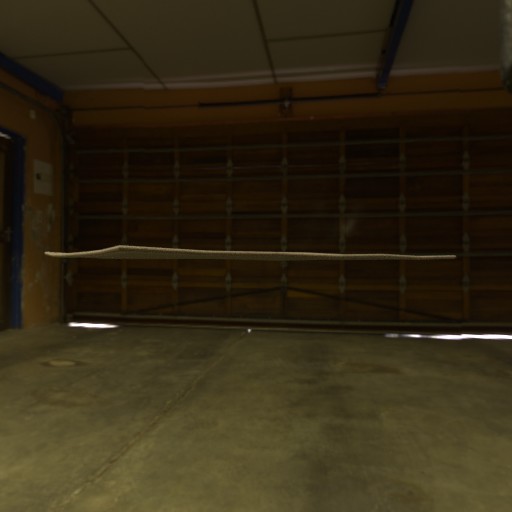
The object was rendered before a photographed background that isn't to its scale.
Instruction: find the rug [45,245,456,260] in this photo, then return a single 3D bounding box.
[{"bbox_3d":[0.000,0.000,3.085,2.430,0.053,1.553,1,-1,-35],"label":"rug"}]
